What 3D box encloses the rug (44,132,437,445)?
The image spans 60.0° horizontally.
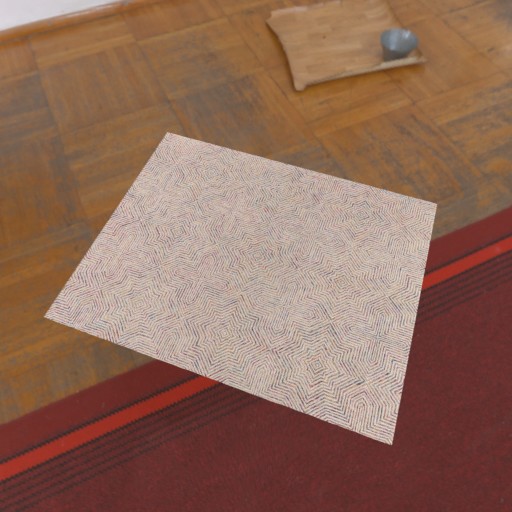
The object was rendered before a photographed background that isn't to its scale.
[{"bbox_3d":[0.000,0.000,4.191,3.046,0.008,2.442,17,60,10],"label":"rug"}]
